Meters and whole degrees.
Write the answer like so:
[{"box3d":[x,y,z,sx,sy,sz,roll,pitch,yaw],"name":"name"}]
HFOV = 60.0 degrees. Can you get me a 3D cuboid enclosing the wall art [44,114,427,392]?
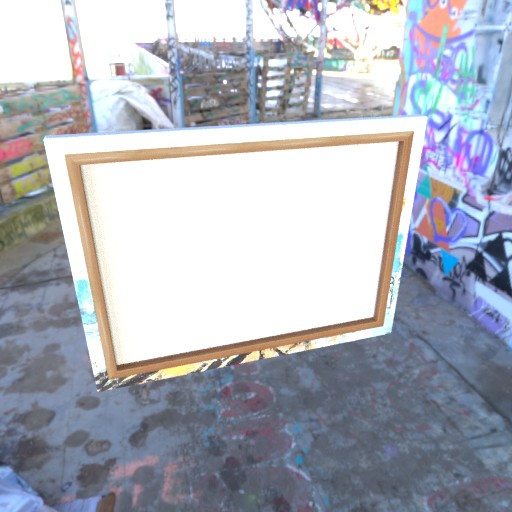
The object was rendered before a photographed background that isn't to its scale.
[{"box3d":[0.000,0.000,1.320,1.016,0.762,0.038,-8,28,-15],"name":"wall art"}]
